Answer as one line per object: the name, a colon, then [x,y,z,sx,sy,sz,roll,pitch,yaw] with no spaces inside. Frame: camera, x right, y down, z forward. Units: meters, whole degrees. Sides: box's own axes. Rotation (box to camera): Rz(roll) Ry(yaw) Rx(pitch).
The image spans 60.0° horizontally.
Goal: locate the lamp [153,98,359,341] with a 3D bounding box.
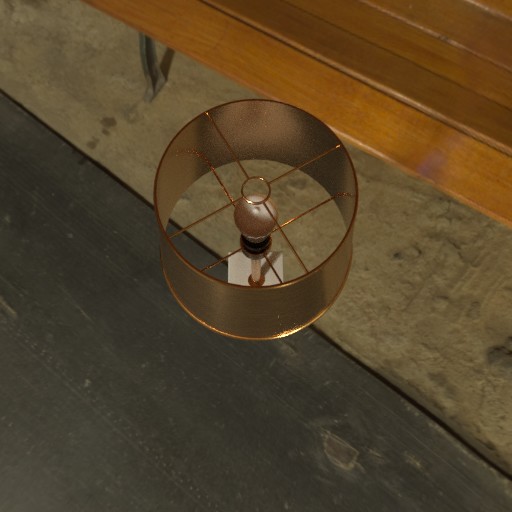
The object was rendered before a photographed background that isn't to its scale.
lamp: [0.000,0.000,0.532,0.208,0.406,0.208,0,75,0]
